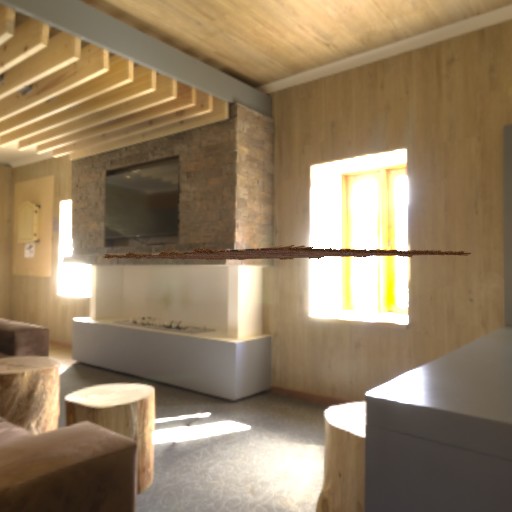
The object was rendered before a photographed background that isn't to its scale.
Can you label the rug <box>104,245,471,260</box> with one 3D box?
[{"bbox_3d":[0.000,0.000,2.682,1.469,0.040,2.025,1,-2,-36],"label":"rug"}]
